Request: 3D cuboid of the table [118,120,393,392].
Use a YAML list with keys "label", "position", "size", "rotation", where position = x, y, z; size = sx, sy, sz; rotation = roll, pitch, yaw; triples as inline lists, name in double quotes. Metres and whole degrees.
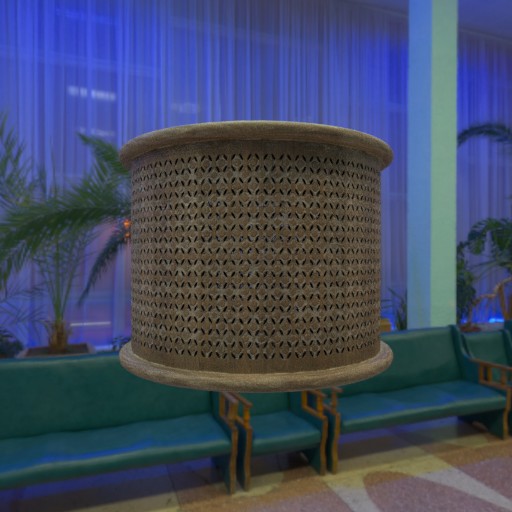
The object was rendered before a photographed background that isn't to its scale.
- label: "table"
  position: [0.000, 0.000, 1.025]
  size: [0.607, 0.450, 0.607]
  rotation: [0, 0, 0]
